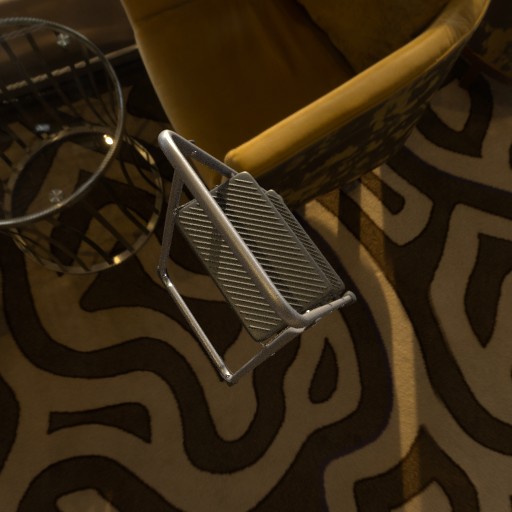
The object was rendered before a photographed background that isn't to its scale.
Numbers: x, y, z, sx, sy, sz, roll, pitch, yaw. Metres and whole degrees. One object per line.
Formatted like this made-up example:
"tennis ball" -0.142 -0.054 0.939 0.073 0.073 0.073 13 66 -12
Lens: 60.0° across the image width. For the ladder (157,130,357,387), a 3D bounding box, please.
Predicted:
"ladder" 0.000 0.000 1.033 0.472 0.720 0.430 -33 78 -8
